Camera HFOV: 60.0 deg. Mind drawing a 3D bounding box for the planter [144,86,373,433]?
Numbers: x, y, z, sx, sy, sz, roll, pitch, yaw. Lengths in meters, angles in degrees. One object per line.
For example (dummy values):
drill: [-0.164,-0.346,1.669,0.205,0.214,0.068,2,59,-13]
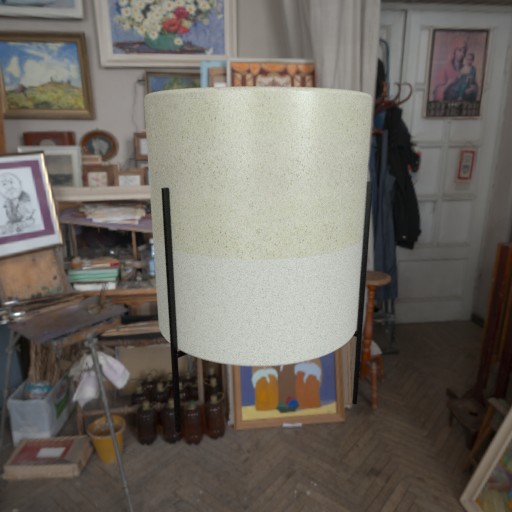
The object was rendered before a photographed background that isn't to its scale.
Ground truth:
planter: [0.000,0.000,0.710,0.333,0.483,0.324,-15,22,-42]
